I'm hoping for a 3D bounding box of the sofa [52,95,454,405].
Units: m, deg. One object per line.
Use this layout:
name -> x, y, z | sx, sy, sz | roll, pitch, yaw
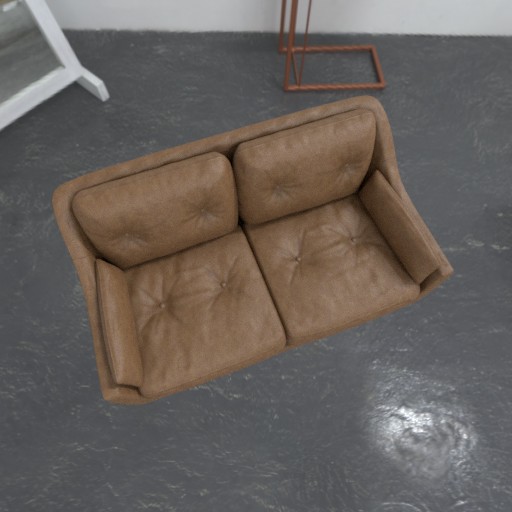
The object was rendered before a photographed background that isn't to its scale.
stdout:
sofa -> 0.000, 0.000, 2.285 | 1.731, 0.886, 0.981 | -19, 66, -9
